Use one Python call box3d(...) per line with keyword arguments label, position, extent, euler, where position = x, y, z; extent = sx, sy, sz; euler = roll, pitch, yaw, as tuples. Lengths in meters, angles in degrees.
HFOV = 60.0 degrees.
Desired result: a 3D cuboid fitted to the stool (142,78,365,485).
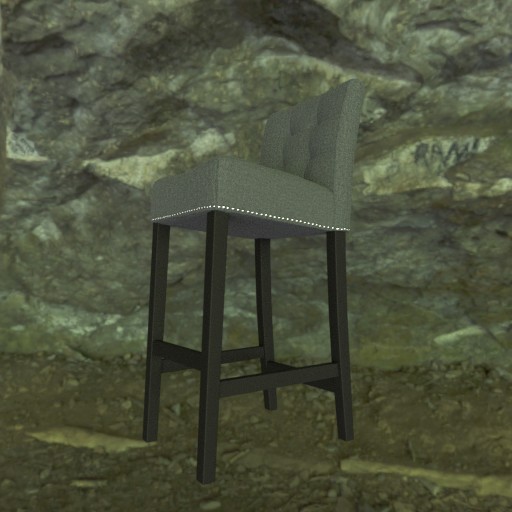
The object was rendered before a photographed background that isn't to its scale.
box3d(label="stool", position=(0.000, 0.000, 1.302), extent=(0.548, 1.047, 0.411), euler=(1, -2, -37))
